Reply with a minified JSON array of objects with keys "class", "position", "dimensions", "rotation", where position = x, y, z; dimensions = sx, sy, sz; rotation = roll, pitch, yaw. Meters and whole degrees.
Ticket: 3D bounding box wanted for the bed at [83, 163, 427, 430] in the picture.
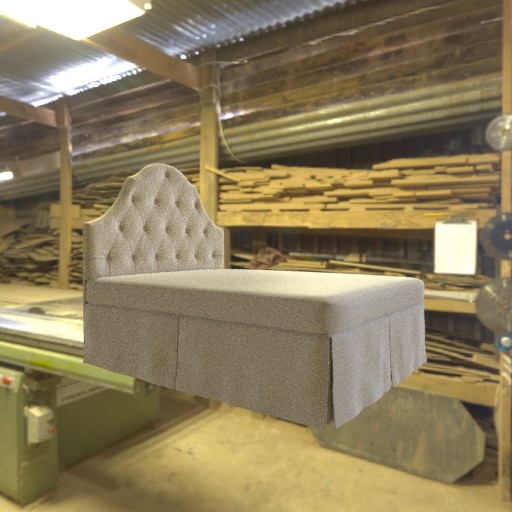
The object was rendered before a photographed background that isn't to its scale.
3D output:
[{"class":"bed","position":[0.000,0.000,3.288],"dimensions":[2.092,1.575,1.627],"rotation":[1,2,37]}]
